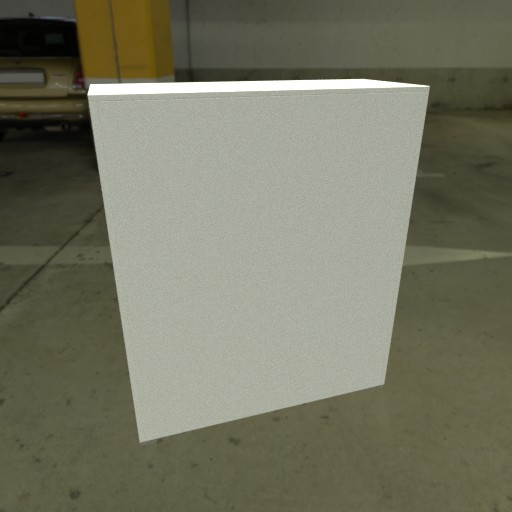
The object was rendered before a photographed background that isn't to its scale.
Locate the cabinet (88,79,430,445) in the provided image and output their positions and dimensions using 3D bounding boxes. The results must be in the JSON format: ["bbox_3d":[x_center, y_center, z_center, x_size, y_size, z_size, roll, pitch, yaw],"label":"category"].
[{"bbox_3d":[0.000,0.000,1.652,1.000,1.190,0.400,-8,26,-16],"label":"cabinet"}]
